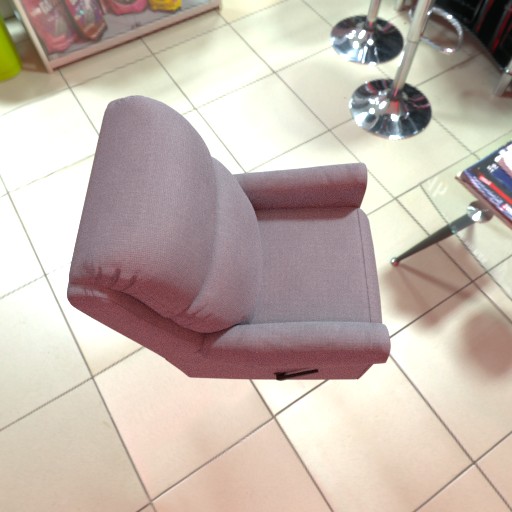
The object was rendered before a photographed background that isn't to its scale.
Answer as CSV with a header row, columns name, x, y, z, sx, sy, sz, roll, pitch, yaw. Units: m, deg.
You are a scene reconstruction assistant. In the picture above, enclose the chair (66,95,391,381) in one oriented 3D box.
name,x,y,z,sx,sy,sz,roll,pitch,yaw
chair,0.000,0.000,1.726,1.014,1.054,0.838,0,63,0
